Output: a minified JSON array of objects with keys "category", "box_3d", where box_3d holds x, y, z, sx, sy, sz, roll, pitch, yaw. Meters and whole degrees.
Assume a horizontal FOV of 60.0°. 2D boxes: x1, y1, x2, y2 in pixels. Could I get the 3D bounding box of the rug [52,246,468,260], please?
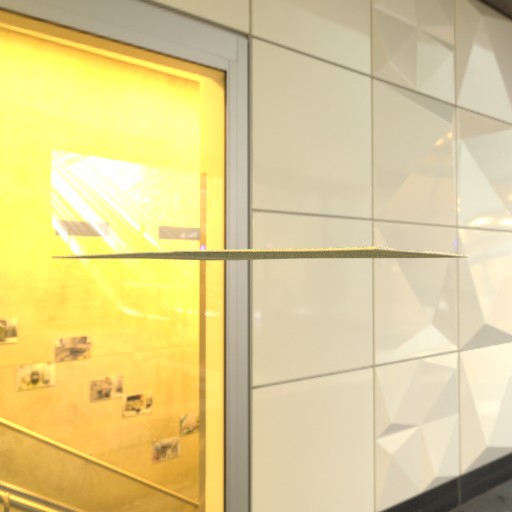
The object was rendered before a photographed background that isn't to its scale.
[{"category":"rug","box_3d":[0.000,0.000,2.959,2.305,0.029,1.593,-1,-2,37]}]
